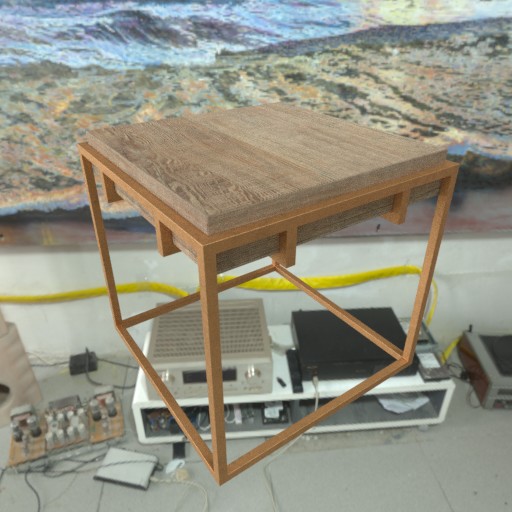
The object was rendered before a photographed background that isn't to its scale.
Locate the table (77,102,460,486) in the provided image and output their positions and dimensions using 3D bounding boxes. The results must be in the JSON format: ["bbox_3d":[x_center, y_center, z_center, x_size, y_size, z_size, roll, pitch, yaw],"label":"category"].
[{"bbox_3d":[0.000,0.000,1.102,0.599,0.584,0.599,-20,36,-30],"label":"table"}]
